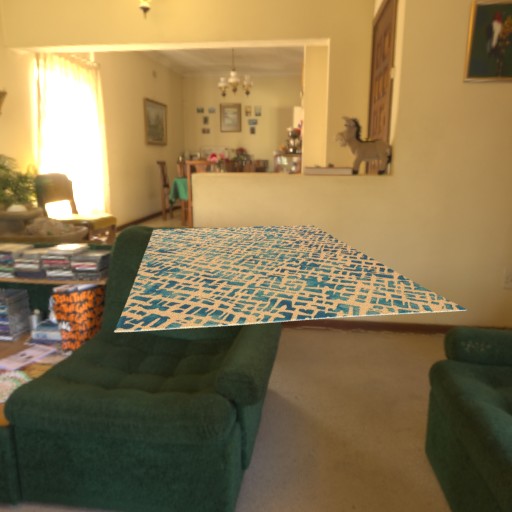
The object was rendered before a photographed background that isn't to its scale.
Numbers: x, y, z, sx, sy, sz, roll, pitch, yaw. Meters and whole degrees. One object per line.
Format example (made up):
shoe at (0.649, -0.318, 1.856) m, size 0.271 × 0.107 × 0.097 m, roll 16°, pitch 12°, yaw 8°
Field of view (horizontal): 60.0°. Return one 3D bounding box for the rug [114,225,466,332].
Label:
rug at (0.000, 0.000, 3.029) m, size 1.520 × 0.011 × 2.447 m, roll -2°, pitch 13°, yaw -9°
